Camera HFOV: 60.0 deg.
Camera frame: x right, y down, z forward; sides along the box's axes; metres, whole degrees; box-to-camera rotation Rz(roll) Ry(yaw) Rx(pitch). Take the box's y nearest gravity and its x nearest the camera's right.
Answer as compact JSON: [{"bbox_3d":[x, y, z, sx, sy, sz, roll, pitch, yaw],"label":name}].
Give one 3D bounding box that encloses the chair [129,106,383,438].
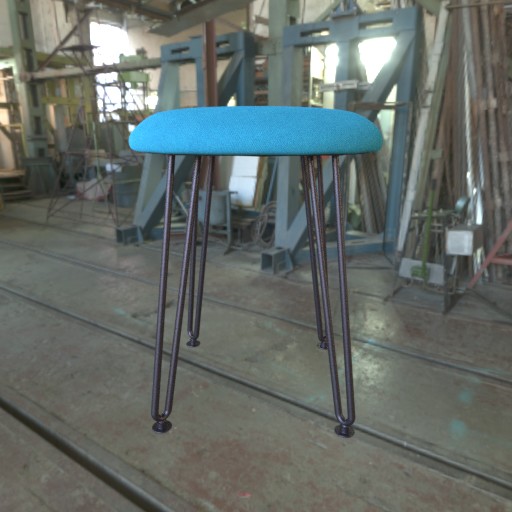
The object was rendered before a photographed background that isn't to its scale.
[{"bbox_3d":[0.000,0.000,0.679,0.350,0.430,0.350,-3,16,-9],"label":"chair"}]
